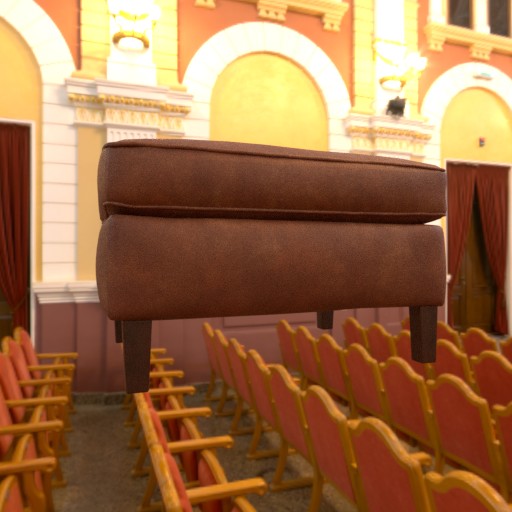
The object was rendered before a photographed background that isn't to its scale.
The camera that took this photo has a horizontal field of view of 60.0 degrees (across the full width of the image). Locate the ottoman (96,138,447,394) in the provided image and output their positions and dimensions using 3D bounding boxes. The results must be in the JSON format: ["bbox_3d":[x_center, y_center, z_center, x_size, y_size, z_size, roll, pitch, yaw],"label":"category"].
[{"bbox_3d":[0.000,0.000,0.978,0.665,0.418,0.501,0,0,-20],"label":"ottoman"}]
